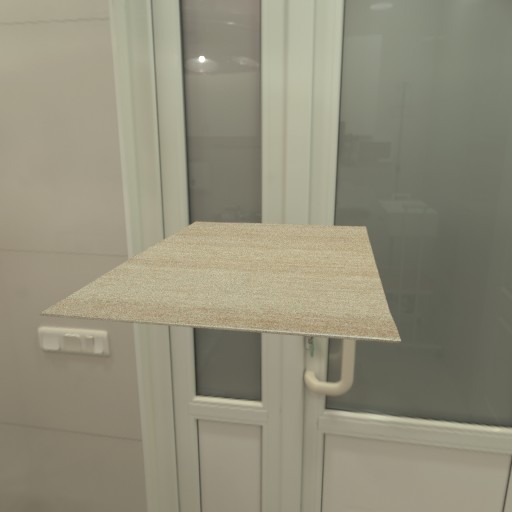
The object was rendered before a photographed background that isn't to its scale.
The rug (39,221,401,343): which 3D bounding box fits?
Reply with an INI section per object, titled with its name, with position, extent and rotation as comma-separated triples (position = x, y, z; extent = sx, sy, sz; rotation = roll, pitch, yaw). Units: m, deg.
[rug]
position = 0.000, 0.000, 2.970
extent = 1.574, 0.029, 2.346
rotation = 3, 15, 10
